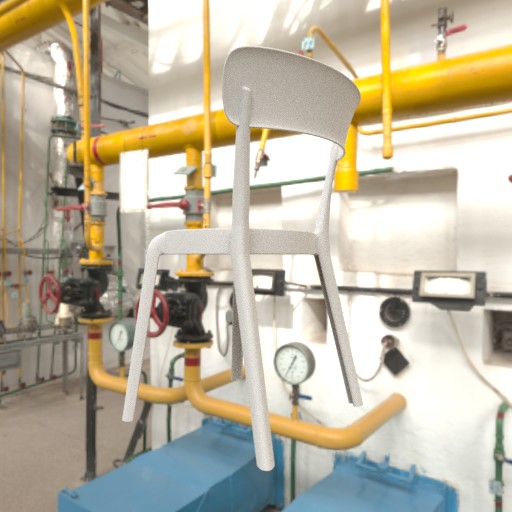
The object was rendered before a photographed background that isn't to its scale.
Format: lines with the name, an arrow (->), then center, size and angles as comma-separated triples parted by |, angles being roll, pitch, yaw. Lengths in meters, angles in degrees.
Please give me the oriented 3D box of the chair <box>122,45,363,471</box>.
chair -> 0.000, 0.000, 1.107 | 0.491, 0.790, 0.506 | 0, 0, 36
